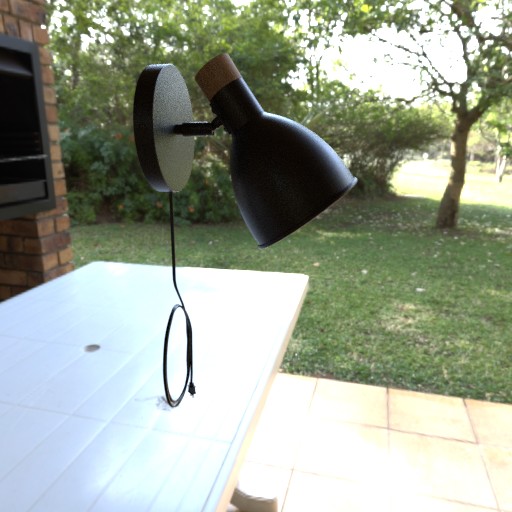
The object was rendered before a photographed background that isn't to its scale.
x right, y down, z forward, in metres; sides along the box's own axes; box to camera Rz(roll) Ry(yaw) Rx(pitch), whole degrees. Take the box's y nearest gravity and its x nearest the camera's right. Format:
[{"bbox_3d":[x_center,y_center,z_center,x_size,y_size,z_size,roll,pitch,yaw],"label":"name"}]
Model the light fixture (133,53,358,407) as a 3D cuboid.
[{"bbox_3d":[0.000,0.000,0.474,0.203,0.401,0.127,2,15,9],"label":"light fixture"}]
